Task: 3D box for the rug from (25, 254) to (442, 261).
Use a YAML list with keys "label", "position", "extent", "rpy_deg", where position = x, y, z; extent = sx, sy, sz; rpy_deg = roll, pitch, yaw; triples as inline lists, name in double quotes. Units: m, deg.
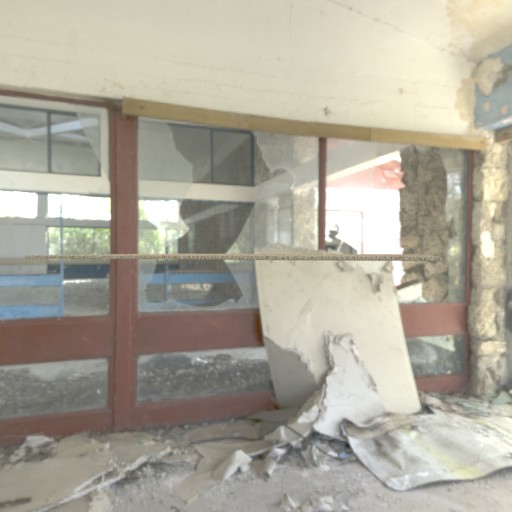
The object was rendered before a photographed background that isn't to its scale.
- label: "rug"
  position: [0.000, 0.000, 4.122]
  extent: [3.000, 0.025, 2.400]
  rpy_deg: [0, 1, 18]
